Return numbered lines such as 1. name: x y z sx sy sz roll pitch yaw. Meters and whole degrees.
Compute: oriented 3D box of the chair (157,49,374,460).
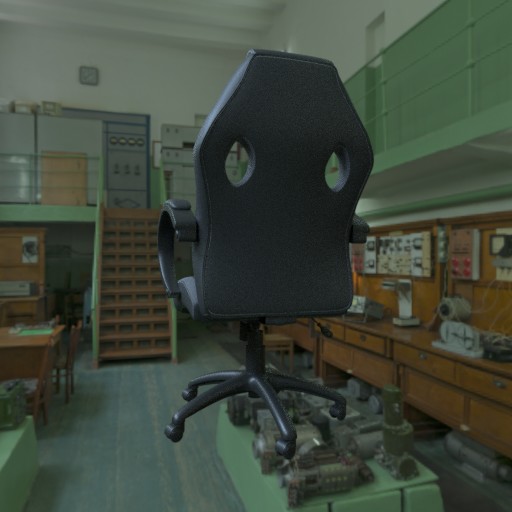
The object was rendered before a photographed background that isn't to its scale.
1. chair: 0.000 0.000 1.605 0.673 1.187 0.724 0 0 -18
